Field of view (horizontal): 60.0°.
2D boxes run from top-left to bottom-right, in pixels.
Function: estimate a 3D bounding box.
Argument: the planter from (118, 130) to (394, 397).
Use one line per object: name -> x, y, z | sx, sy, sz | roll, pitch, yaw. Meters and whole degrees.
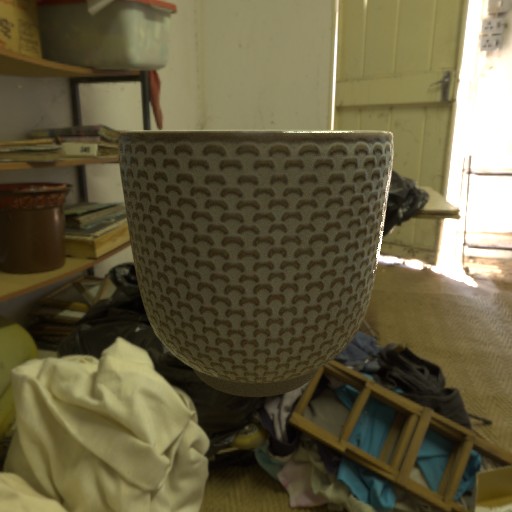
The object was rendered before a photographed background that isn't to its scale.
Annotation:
planter -> 0.000, 0.000, 0.352 | 0.197, 0.191, 0.197 | 0, 15, 0
